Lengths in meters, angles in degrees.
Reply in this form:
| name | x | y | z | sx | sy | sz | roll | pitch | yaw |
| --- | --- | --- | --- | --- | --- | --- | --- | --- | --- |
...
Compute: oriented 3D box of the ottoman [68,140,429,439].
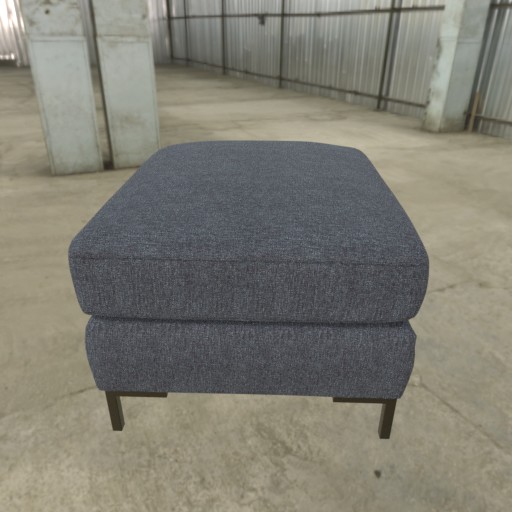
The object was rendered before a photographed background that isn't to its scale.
| name | x | y | z | sx | sy | sz | roll | pitch | yaw |
| --- | --- | --- | --- | --- | --- | --- | --- | --- | --- |
| ottoman | 0.000 | 0.000 | 1.265 | 0.695 | 0.533 | 0.831 | 1 | 27 | 2 |
